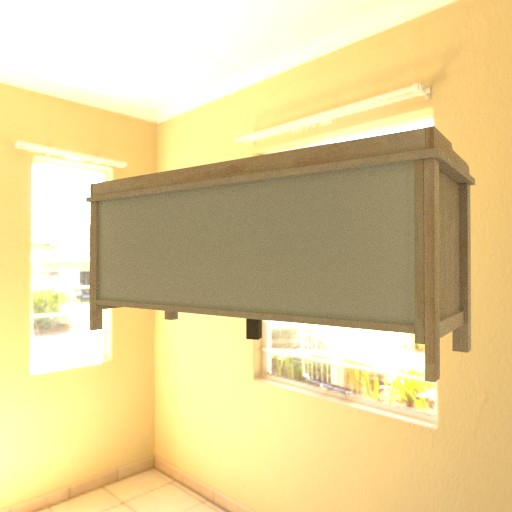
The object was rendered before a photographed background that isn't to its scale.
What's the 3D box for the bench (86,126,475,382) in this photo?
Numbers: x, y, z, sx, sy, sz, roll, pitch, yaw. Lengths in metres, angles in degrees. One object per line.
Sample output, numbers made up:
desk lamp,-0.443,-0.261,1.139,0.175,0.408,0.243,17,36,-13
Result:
bench,0.000,0.000,1.339,1.140,0.501,0.398,0,-1,35
